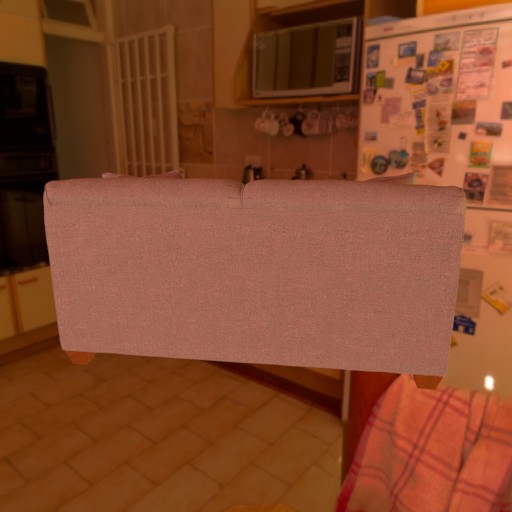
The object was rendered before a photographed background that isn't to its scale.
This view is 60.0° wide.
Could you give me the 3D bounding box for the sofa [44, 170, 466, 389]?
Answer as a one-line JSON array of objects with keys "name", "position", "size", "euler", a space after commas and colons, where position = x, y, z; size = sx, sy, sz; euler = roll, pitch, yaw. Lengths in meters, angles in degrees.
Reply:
[{"name": "sofa", "position": [0.000, 0.000, 2.435], "size": [1.846, 0.958, 1.000], "euler": [2, 15, 8]}]
